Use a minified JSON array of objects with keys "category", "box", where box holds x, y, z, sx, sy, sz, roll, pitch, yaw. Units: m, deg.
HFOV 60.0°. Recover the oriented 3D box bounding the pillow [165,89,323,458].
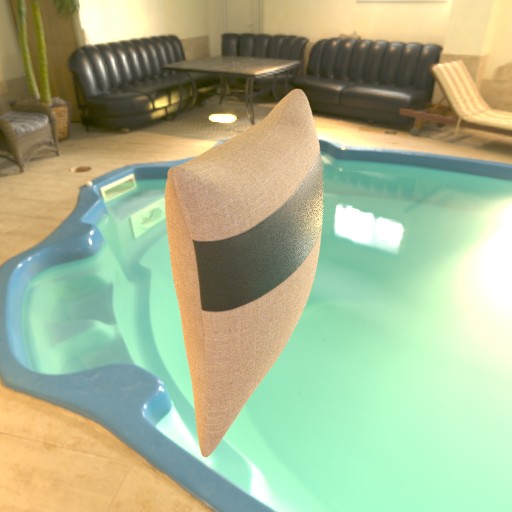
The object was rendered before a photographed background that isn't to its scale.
[{"category":"pillow","box":[0.000,0.000,0.648,0.173,0.399,0.414,10,32,17]}]
